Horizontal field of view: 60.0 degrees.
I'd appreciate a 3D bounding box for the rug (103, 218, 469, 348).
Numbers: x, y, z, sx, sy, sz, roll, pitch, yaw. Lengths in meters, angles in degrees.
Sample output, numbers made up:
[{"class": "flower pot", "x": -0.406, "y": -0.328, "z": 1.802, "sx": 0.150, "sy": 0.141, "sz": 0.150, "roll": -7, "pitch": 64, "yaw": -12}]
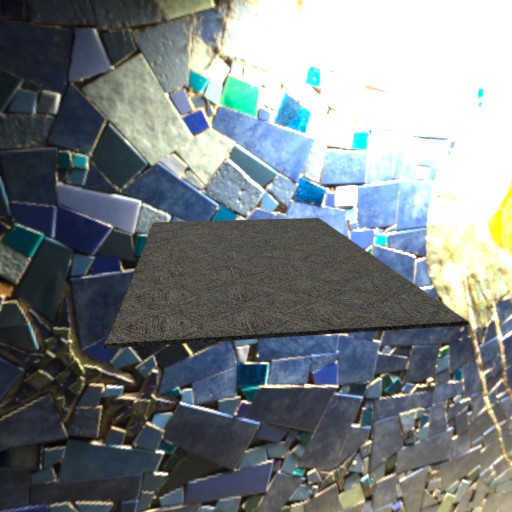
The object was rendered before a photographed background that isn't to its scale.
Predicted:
[{"class": "rug", "x": 0.000, "y": 0.000, "z": 2.186, "sx": 1.143, "sy": 0.014, "sz": 1.761, "roll": -2, "pitch": 16, "yaw": -8}]
